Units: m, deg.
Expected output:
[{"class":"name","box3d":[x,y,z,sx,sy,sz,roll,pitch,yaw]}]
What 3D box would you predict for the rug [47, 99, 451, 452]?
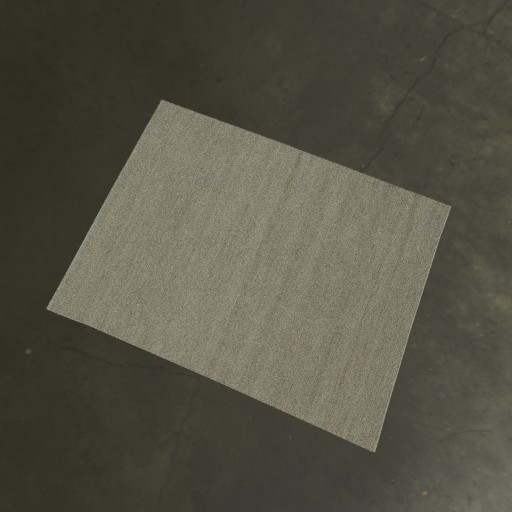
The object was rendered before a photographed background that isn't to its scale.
[{"class":"rug","box3d":[0.000,0.000,4.799,3.626,0.051,2.757,22,75,6]}]
